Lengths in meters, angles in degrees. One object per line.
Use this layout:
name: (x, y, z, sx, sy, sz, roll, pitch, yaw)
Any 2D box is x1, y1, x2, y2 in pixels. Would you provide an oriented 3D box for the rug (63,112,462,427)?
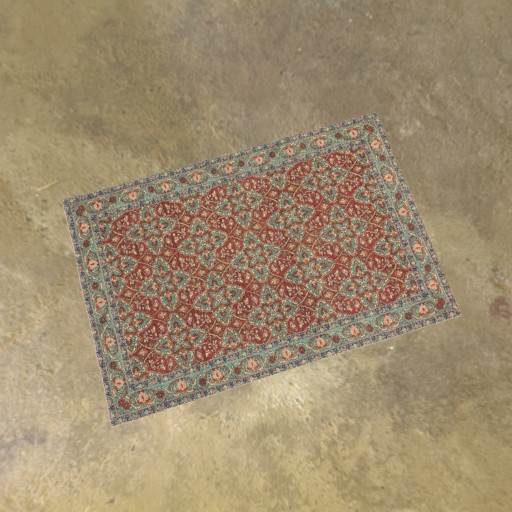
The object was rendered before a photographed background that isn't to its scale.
rug: (0.000, 0.000, 2.335, 1.829, 0.009, 1.219, -17, 77, -4)
